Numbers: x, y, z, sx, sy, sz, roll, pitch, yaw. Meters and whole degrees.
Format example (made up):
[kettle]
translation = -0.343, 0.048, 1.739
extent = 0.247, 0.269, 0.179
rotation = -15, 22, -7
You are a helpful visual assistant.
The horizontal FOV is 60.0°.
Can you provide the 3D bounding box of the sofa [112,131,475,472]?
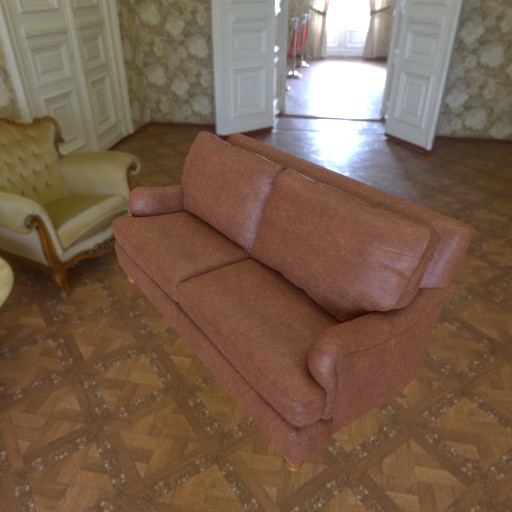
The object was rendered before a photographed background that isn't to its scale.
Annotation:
[sofa]
translation = 0.000, 0.000, 2.758
extent = 1.147, 1.071, 2.144
rotation = -20, 36, -30
